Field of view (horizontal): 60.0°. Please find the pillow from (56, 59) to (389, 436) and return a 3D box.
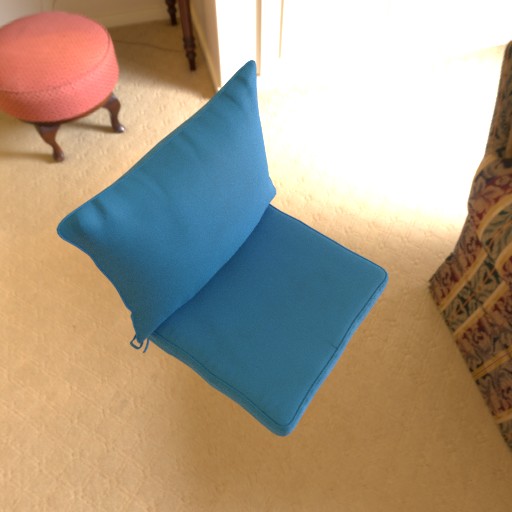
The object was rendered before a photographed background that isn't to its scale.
[{"bbox_3d":[0.000,0.000,1.377,0.733,0.725,0.798,32,64,18],"label":"pillow"}]
